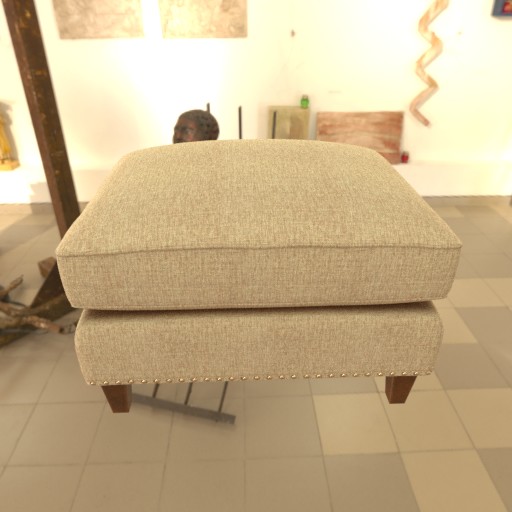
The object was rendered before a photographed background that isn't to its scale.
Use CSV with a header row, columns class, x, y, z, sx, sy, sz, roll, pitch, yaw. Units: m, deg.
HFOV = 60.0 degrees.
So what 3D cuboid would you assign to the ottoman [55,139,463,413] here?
class,x,y,z,sx,sy,sz,roll,pitch,yaw
ottoman,0.000,0.000,1.110,0.741,0.513,0.584,-1,30,-2
